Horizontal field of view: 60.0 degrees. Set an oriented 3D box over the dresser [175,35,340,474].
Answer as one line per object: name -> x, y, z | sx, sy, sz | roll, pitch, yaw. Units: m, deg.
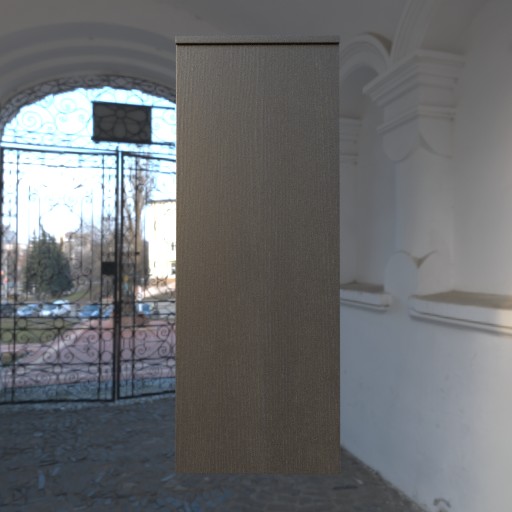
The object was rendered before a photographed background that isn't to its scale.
dresser -> 0.000, 0.000, 1.376 | 0.398, 1.020, 0.700 | 0, -1, 1
